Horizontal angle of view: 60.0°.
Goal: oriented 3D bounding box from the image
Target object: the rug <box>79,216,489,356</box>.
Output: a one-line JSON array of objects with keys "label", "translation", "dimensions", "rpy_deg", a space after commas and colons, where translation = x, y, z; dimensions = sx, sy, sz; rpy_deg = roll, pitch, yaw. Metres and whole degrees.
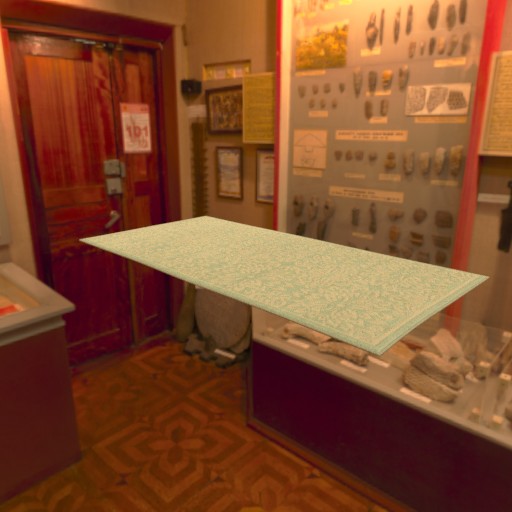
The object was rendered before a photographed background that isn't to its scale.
[{"label": "rug", "translation": [0.000, 0.000, 1.426], "dimensions": [1.219, 0.007, 0.604], "rpy_deg": [15, 23, 42]}]
